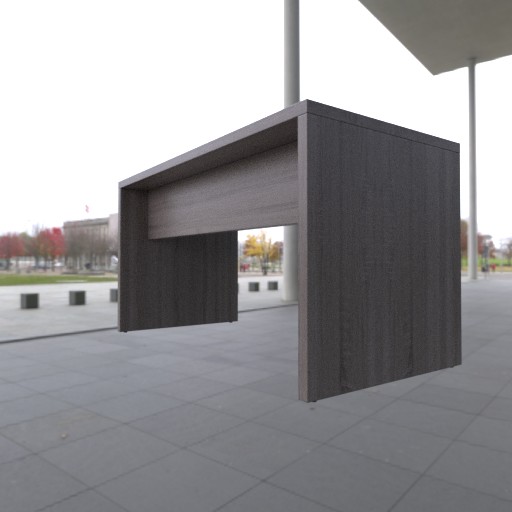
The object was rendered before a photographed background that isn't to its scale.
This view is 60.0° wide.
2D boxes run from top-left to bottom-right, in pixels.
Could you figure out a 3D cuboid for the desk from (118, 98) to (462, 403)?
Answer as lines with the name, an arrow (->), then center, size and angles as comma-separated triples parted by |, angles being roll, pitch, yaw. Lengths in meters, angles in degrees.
desk -> 0.000, 0.000, 1.835 | 0.690, 0.745, 1.380 | 1, -1, -36
